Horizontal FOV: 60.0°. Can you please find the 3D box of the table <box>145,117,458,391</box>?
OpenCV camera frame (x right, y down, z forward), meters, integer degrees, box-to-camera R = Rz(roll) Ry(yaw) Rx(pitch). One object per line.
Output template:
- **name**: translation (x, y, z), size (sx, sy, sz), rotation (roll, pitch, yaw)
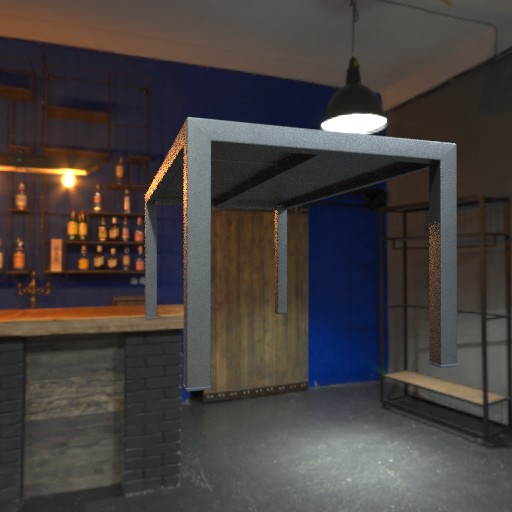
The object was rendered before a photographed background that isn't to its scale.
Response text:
- **table**: translation (0.000, 0.000, 1.284), size (0.559, 0.460, 0.965), rotation (0, 0, -18)
